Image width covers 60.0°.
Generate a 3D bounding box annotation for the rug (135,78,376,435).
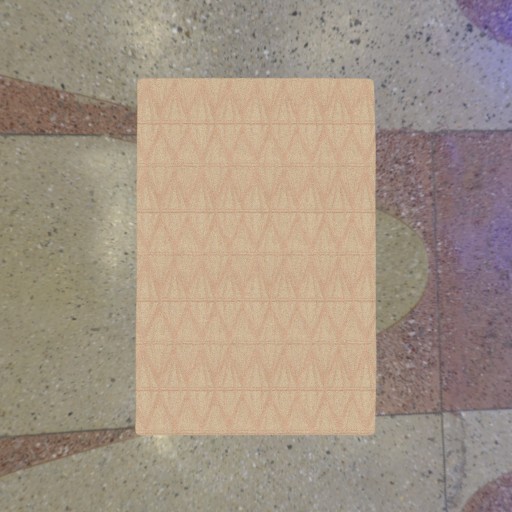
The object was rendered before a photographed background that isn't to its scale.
[{"bbox_3d":[0.000,0.000,2.963,1.609,0.015,2.390,0,89,0],"label":"rug"}]
